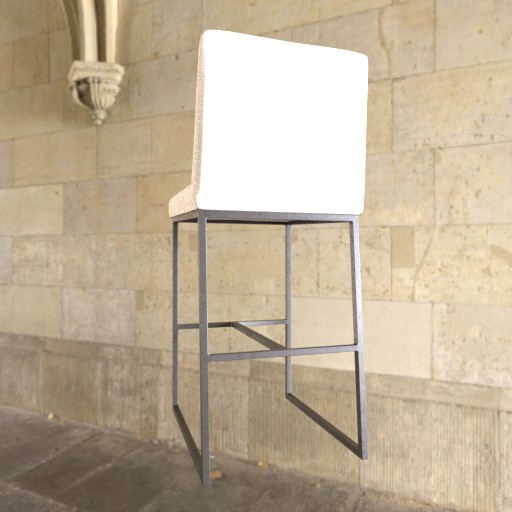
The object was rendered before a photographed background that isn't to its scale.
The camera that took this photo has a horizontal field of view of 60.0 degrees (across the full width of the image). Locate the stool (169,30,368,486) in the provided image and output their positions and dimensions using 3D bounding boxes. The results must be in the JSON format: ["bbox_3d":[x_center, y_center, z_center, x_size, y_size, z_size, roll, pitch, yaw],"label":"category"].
[{"bbox_3d":[0.000,0.000,1.349,0.464,1.061,0.573,0,0,-18],"label":"stool"}]
